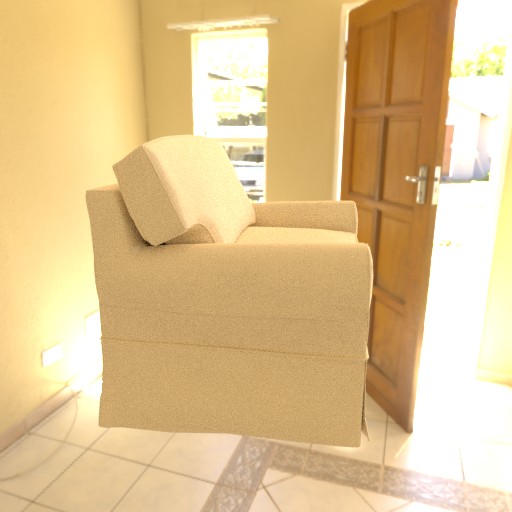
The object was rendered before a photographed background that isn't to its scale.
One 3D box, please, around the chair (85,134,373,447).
[{"bbox_3d":[0.000,0.000,1.815,0.904,0.958,1.099,3,15,9],"label":"chair"}]
